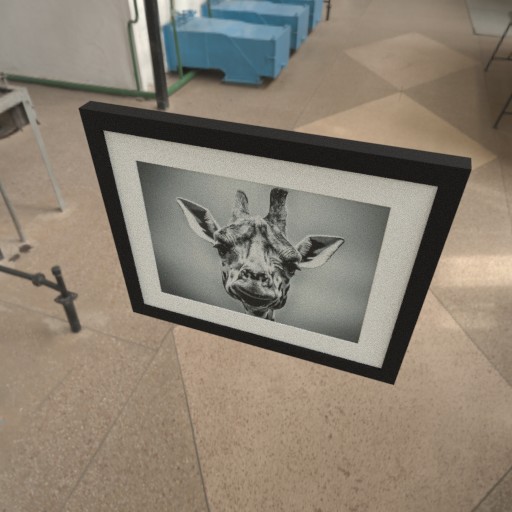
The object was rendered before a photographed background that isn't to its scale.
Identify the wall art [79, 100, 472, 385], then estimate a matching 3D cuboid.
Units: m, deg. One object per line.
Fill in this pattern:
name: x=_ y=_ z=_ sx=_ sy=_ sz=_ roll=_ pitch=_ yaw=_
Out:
wall art: x=0.000 y=0.000 z=0.761 sx=0.558 sy=0.457 sz=0.031 roll=13 pitch=43 yaw=14
